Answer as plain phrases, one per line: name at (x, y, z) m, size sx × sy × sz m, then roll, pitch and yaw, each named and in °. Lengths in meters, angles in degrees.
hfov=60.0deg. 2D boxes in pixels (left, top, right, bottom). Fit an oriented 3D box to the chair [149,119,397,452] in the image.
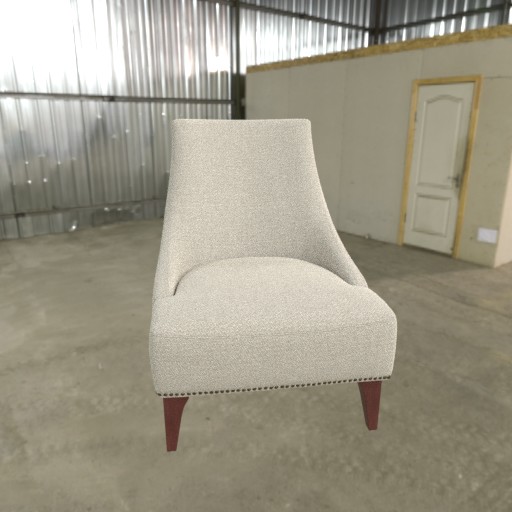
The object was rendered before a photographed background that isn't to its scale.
chair at (0.000, 0.000, 1.545) m, size 0.701 × 0.909 × 0.861 m, roll -3°, pitch 18°, yaw -8°
